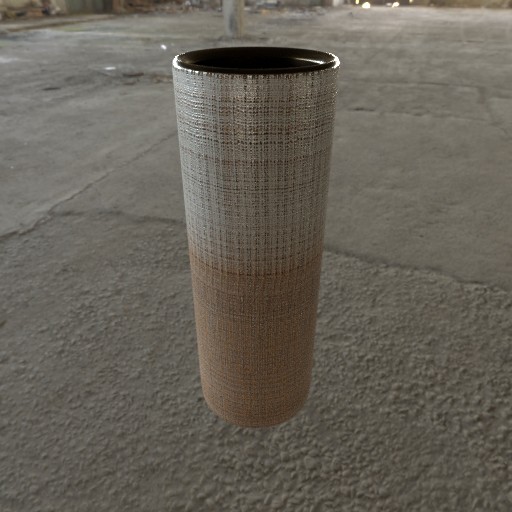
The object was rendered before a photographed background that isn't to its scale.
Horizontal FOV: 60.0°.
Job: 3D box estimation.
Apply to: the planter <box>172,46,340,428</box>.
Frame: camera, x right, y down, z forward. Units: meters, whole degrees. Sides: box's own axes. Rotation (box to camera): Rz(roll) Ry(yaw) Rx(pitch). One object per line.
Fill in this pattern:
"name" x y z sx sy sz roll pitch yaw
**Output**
"planter" 0.000 0.000 0.335 0.099 0.278 0.099 9 33 15
